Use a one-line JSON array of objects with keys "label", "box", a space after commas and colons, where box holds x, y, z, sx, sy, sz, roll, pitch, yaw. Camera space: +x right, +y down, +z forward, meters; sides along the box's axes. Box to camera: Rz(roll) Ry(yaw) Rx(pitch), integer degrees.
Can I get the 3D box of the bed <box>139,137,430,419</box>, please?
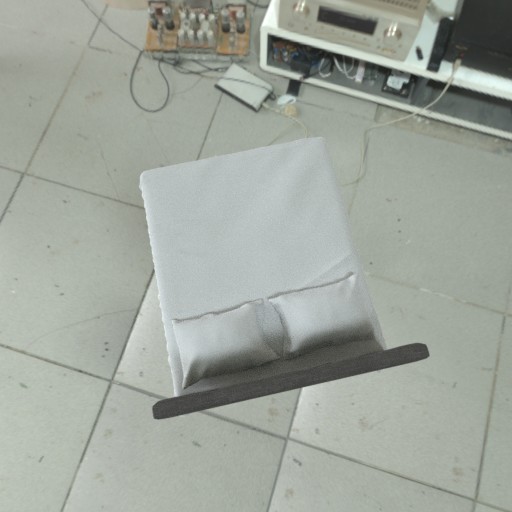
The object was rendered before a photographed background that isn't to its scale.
[{"label": "bed", "box": [0.000, 0.000, 3.535, 1.936, 1.577, 2.222, -12, 75, -3]}]
